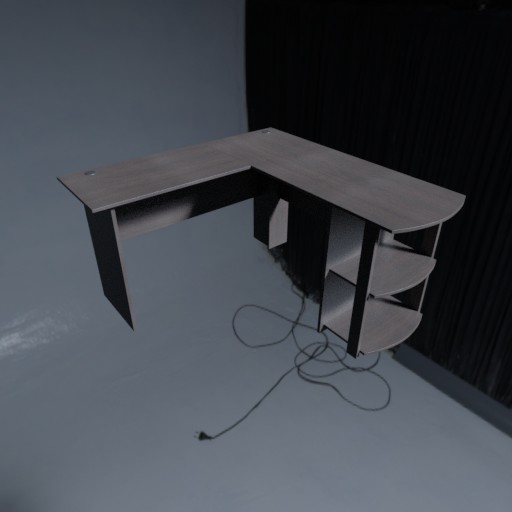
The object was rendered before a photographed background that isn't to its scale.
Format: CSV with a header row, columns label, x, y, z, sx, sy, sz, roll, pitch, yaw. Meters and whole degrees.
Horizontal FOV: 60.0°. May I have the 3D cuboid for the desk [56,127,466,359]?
label,x,y,z,sx,sy,sz,roll,pitch,yaw
desk,0.000,0.000,2.148,1.303,0.716,1.361,-23,39,-32
